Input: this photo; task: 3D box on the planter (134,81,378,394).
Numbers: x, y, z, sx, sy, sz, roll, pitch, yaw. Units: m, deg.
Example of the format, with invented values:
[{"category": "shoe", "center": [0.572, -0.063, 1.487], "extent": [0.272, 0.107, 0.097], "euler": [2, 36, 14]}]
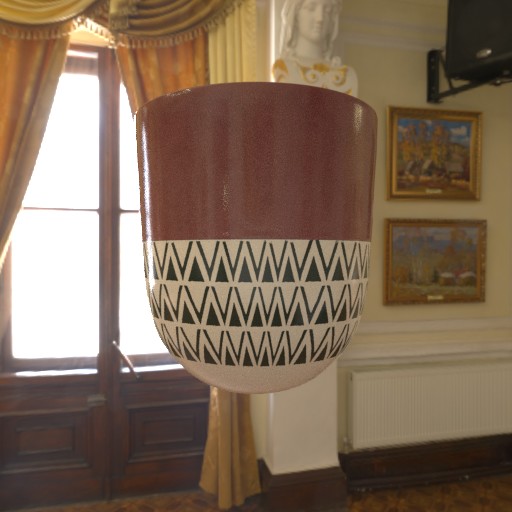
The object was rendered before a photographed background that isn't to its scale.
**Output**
[{"category": "planter", "center": [0.000, 0.000, 0.368], "extent": [0.195, 0.214, 0.195], "euler": [0, 0, 0]}]
